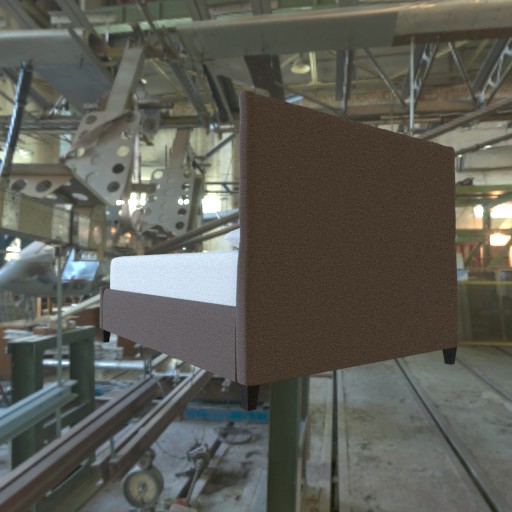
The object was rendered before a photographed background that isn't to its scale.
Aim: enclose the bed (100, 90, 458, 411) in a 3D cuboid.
[{"bbox_3d":[0.000,0.000,3.322,1.696,1.426,2.233,1,-2,-35],"label":"bed"}]
